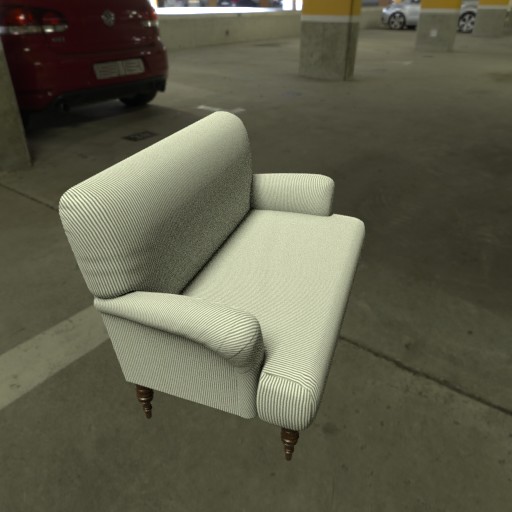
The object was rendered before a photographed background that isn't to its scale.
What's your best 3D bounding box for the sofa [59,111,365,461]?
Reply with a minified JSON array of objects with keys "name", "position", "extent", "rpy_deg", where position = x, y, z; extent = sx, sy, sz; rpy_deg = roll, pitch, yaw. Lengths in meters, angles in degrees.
[{"name":"sofa","position":[0.000,0.000,1.809],"extent":[0.779,0.889,1.297],"rpy_deg":[10,31,16]}]
